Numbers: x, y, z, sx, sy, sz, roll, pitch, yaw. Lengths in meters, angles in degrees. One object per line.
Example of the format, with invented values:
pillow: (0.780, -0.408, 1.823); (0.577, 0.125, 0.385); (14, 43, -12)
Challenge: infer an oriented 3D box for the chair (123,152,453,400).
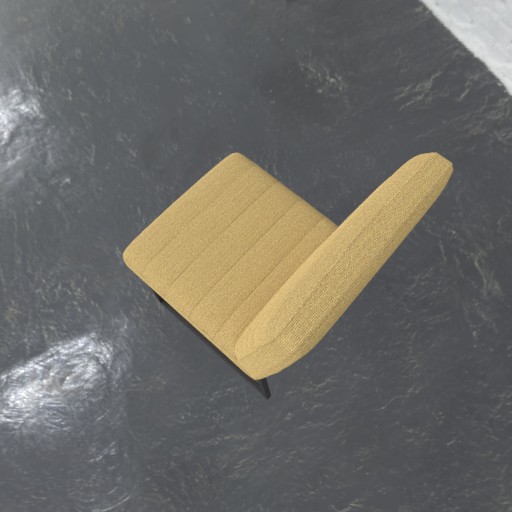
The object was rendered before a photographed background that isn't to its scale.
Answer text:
chair: (0.000, 0.000, 1.285); (0.634, 0.930, 0.520); (38, 71, 16)
